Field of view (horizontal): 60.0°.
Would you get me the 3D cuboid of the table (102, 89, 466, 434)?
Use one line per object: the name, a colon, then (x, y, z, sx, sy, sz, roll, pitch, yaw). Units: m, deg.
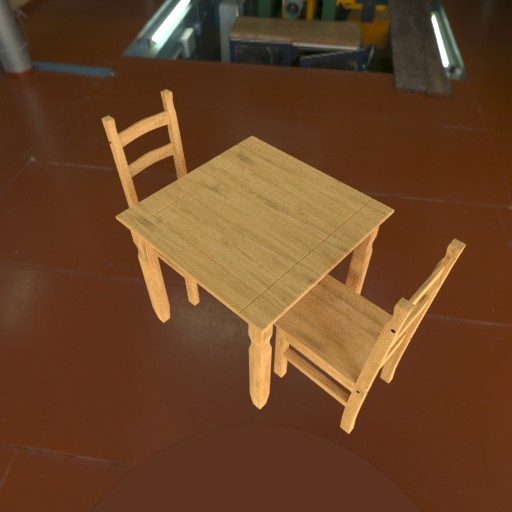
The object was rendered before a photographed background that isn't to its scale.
table: (0.000, 0.000, 2.020, 1.501, 0.942, 0.813, 35, 56, 27)
